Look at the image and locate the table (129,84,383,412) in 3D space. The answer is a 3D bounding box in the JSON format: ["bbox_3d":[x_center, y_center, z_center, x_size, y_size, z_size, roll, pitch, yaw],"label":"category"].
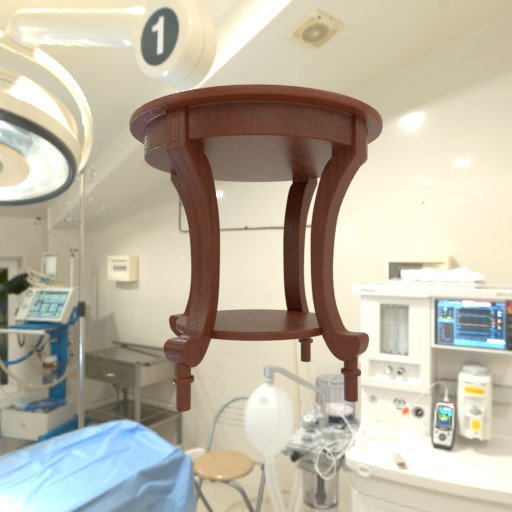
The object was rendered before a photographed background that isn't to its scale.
[{"bbox_3d":[0.000,0.000,1.086,0.597,0.612,0.597,0,0,0],"label":"table"}]
